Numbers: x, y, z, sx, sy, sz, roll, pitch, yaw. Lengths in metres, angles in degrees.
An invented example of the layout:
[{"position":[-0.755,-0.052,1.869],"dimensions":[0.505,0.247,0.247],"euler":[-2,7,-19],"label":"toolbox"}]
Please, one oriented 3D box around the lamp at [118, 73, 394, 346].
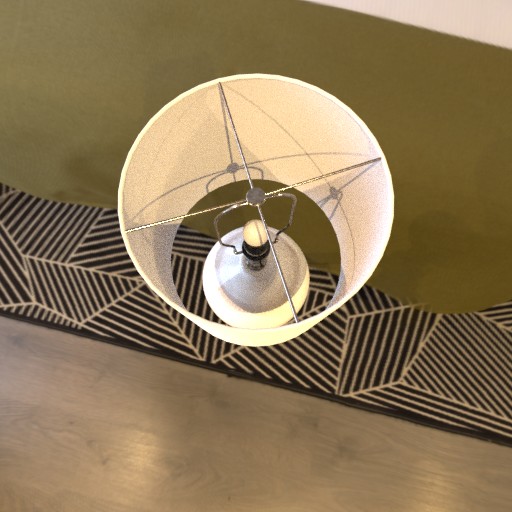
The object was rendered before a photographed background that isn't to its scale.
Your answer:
[{"position":[0.000,0.000,0.543],"dimensions":[0.217,0.404,0.217],"euler":[-17,77,-4],"label":"lamp"}]
